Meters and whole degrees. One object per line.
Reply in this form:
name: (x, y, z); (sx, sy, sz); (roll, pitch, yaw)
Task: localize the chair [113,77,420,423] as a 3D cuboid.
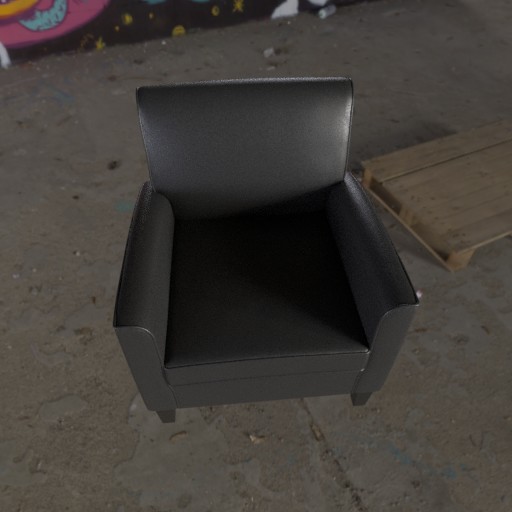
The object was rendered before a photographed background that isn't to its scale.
chair: (0.000, 0.000, 1.555); (0.820, 0.916, 0.819); (-4, 47, -4)
